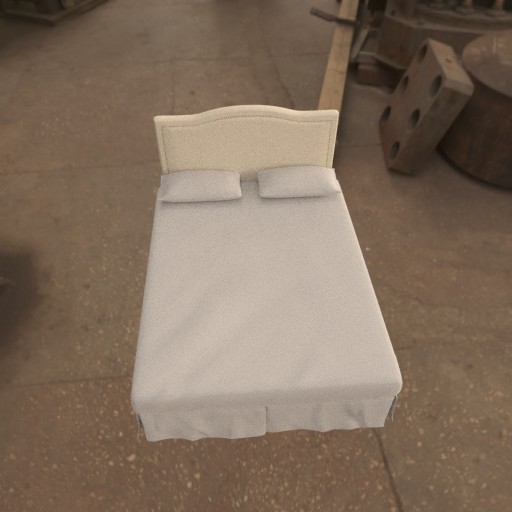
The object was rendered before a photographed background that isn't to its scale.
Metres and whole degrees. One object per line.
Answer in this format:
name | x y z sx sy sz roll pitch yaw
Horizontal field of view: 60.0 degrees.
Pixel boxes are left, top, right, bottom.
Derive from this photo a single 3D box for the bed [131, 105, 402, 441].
bed | 0.000 0.000 3.712 1.977 1.437 2.477 -3 47 -3
